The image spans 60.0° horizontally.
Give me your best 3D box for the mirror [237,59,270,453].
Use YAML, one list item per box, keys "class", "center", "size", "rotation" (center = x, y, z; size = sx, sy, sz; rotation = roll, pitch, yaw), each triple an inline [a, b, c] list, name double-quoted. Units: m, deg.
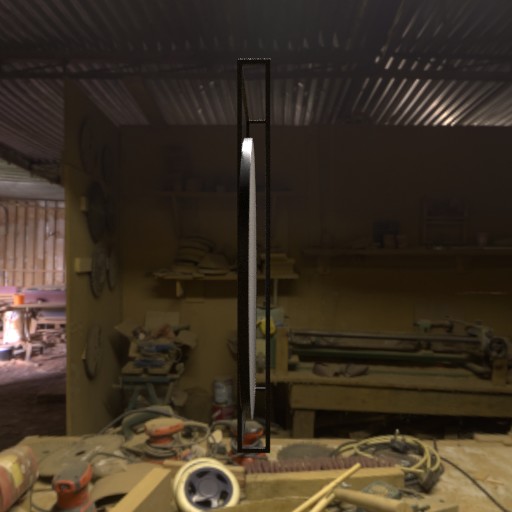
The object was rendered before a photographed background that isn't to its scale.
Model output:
- class: "mirror"
  center: [0.000, 0.000, 0.835]
  size: [0.051, 0.603, 0.508]
  rotation: [0, 0, 1]
